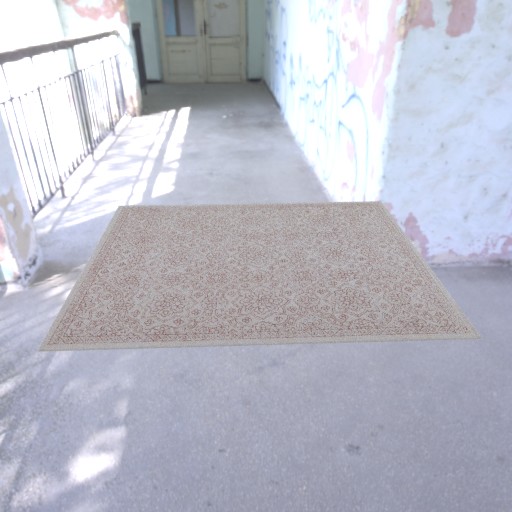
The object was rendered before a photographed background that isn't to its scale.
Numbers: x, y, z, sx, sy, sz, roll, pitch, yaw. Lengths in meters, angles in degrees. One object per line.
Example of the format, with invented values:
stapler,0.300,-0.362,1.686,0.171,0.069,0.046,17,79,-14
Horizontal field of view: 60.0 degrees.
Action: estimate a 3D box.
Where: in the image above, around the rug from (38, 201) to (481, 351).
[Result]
rug,0.000,0.000,4.092,3.050,0.015,2.441,-1,30,-2
